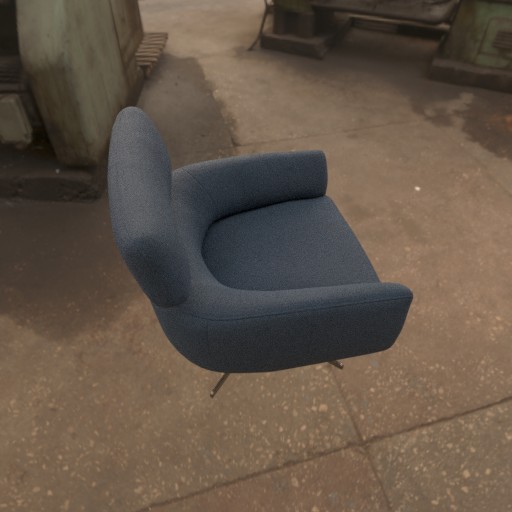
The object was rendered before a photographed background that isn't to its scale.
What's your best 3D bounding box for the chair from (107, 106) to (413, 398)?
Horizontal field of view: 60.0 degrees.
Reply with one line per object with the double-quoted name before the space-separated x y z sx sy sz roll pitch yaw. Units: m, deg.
"chair" 0.000 0.000 1.417 0.761 0.813 0.738 -10 46 -9
